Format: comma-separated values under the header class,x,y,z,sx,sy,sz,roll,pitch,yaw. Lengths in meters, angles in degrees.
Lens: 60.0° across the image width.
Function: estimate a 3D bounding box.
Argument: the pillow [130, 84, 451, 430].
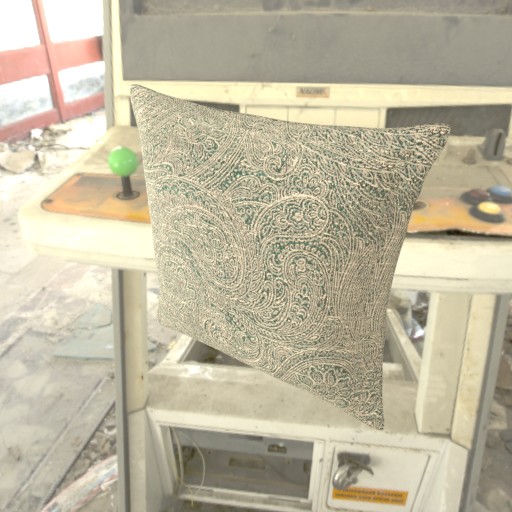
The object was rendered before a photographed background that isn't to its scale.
class,x,y,z,sx,sy,sz,roll,pitch,yaw
pillow,0.000,0.000,0.751,0.526,0.507,0.166,19,35,29
